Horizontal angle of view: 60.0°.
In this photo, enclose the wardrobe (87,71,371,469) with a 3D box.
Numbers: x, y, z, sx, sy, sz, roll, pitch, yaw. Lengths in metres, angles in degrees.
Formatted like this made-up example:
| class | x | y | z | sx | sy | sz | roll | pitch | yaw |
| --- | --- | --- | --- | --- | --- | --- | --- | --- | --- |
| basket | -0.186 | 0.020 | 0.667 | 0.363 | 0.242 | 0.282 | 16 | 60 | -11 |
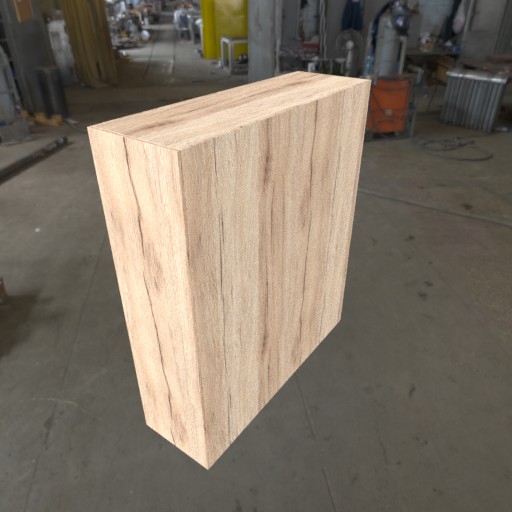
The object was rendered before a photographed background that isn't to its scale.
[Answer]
| class | x | y | z | sx | sy | sz | roll | pitch | yaw |
| --- | --- | --- | --- | --- | --- | --- | --- | --- | --- |
| wardrobe | 0.000 | 0.000 | 3.024 | 0.580 | 2.070 | 1.810 | 21 | 38 | 30 |
